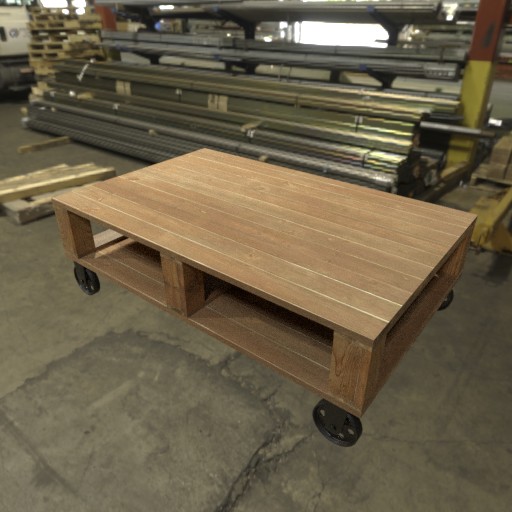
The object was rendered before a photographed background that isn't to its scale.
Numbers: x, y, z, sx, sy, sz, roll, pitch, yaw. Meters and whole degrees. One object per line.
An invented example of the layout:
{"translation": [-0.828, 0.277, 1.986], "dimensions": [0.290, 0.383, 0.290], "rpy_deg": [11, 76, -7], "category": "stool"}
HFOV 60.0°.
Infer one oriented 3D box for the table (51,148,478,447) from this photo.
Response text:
{"translation": [0.000, 0.000, 1.697], "dimensions": [1.299, 0.413, 0.827], "rpy_deg": [21, 36, 32], "category": "table"}
